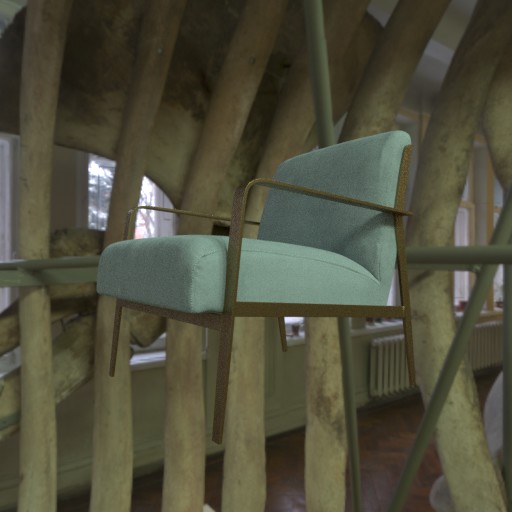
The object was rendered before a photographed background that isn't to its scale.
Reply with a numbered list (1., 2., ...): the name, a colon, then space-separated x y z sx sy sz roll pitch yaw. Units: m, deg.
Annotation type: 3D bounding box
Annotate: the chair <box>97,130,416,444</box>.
1. chair: 0.000 0.000 1.429 0.842 0.824 0.701 0 0 -37
